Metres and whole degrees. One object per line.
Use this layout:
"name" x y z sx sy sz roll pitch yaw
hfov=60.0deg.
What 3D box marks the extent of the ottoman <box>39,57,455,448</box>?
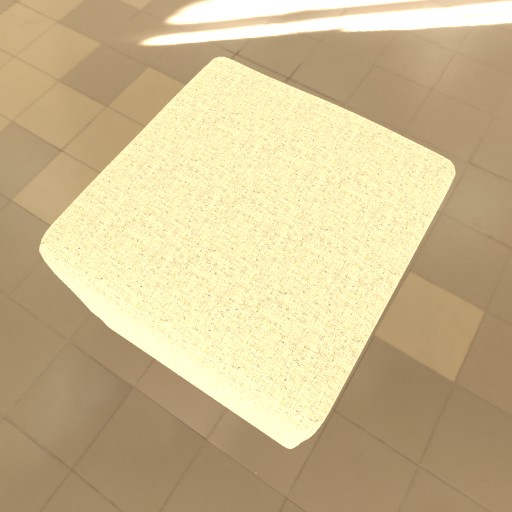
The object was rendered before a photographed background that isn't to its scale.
"ottoman" 0.000 0.000 0.889 0.512 0.453 0.521 30 68 14
